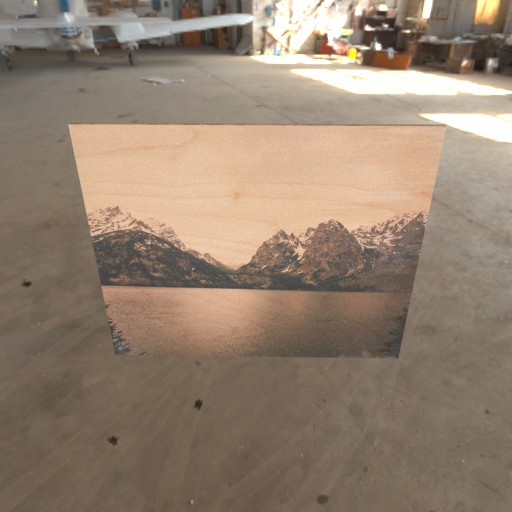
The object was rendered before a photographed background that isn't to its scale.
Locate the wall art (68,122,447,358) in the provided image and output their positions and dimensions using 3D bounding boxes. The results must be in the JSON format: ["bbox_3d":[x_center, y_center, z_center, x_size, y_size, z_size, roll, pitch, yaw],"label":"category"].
[{"bbox_3d":[0.000,0.000,0.699,0.508,0.408,0.010,1,29,1],"label":"wall art"}]
